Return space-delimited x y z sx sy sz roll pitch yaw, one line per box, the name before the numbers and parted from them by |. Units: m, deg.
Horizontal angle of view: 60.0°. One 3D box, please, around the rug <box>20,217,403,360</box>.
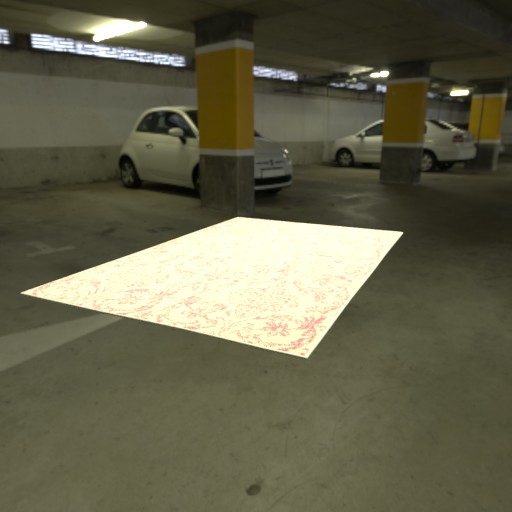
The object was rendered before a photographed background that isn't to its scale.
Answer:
rug | 0.000 0.000 3.463 1.819 0.018 2.746 7 17 25
